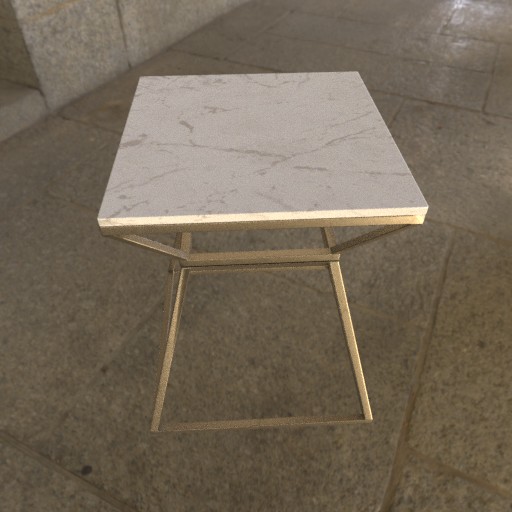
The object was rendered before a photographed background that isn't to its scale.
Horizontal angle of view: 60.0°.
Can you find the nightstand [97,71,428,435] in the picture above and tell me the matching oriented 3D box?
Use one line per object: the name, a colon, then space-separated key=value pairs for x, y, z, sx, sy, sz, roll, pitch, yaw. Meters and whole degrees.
nightstand: x=0.000 y=0.000 z=0.877 sx=0.455 sy=0.554 sz=0.455 roll=-2 pitch=45 yaw=-2
